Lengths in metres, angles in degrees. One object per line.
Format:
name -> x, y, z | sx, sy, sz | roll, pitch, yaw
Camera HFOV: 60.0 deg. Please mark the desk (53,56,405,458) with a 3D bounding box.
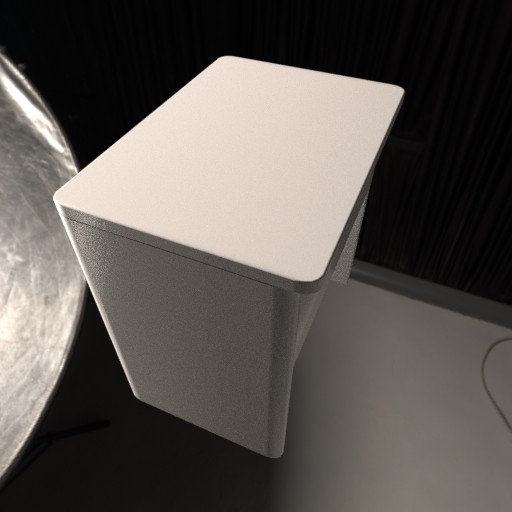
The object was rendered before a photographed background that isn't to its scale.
desk -> 0.000, 0.000, 1.303 | 0.549, 0.800, 0.762 | 17, 48, 16
